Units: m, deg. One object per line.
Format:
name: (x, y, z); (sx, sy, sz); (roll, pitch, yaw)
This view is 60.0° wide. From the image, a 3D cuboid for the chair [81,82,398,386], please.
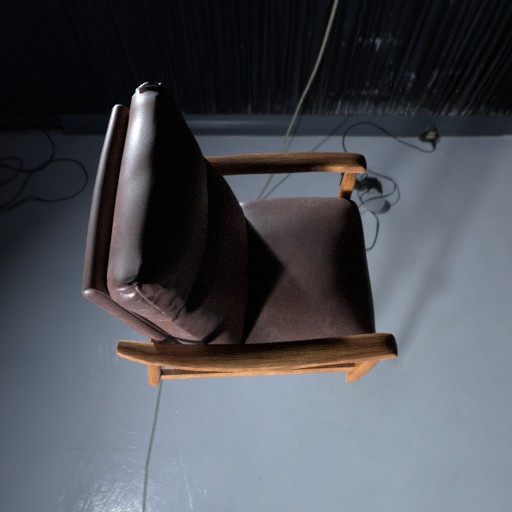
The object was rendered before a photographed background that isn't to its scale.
chair: (0.000, 0.000, 1.477); (0.830, 0.897, 0.782); (-1, 63, -1)
